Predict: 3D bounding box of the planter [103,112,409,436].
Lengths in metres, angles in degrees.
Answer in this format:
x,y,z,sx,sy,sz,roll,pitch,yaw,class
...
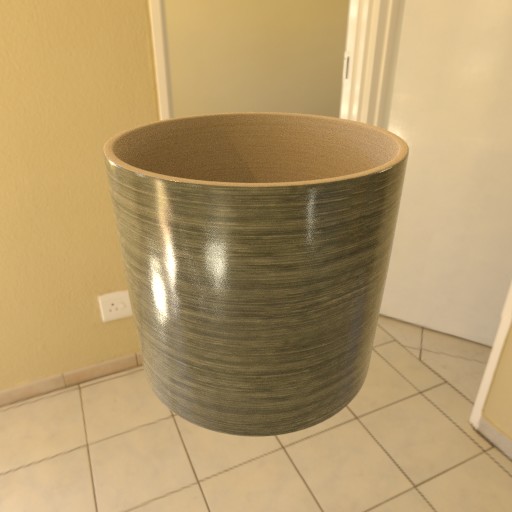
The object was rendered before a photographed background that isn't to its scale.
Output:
x,y,z,sx,sy,sz,roll,pitch,yaw,class
0.000,0.000,0.382,0.221,0.201,0.221,0,28,0,planter
